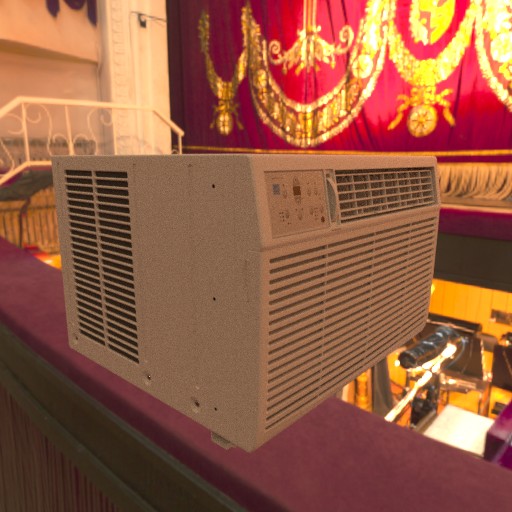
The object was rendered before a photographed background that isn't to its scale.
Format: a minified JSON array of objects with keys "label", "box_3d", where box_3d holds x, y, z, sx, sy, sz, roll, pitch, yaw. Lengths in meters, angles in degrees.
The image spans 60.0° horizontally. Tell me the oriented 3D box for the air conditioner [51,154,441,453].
[{"label":"air conditioner","box_3d":[0.000,0.000,1.027,0.599,0.455,0.645,11,16,41]}]
